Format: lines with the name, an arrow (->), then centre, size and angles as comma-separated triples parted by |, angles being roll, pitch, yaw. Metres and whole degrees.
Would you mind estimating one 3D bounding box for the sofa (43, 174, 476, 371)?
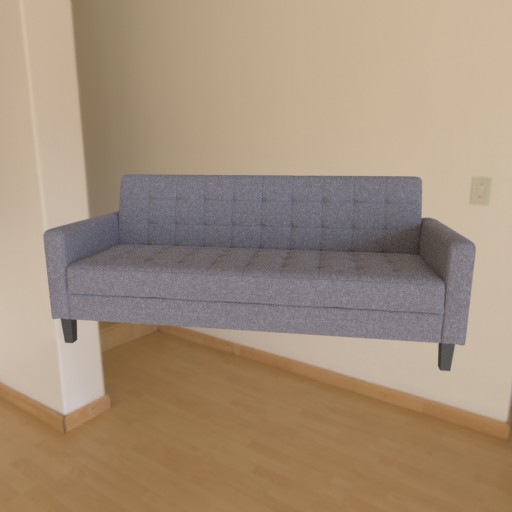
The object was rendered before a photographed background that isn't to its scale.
sofa -> 0.000, 0.000, 2.436 | 2.040, 0.850, 0.810 | 2, 13, 9
